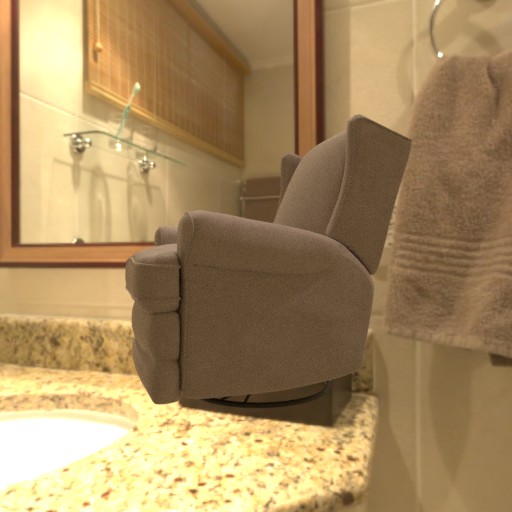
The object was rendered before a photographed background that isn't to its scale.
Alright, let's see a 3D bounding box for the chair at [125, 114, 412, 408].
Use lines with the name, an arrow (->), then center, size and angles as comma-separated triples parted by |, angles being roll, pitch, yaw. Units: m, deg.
chair -> 0.000, 0.000, 1.746 | 0.969, 1.011, 0.847 | 0, 0, -19
